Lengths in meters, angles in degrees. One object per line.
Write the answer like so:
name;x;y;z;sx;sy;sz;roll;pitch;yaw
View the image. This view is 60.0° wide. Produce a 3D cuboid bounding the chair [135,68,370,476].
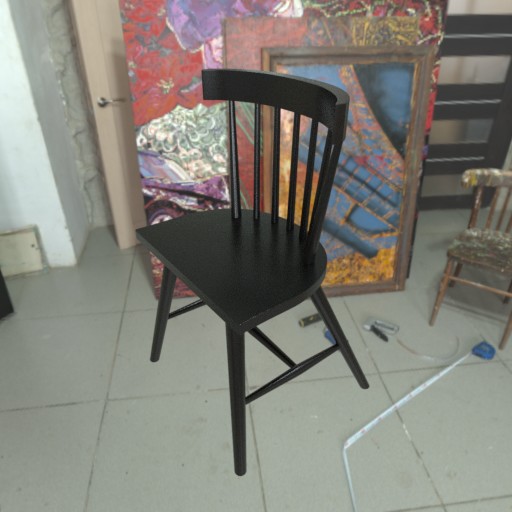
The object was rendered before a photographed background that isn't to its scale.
chair;0.000;0.000;1.150;0.483;0.844;0.506;-22;38;-31
